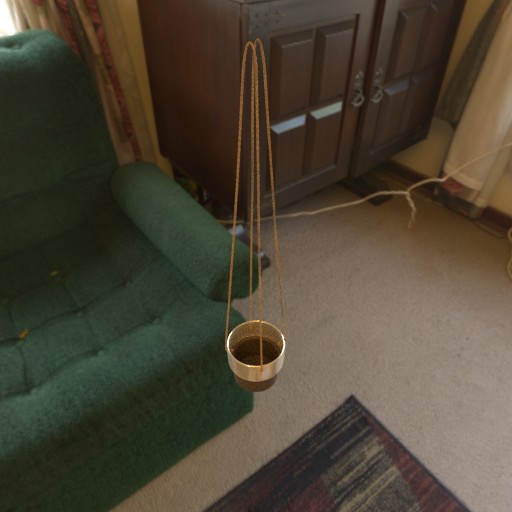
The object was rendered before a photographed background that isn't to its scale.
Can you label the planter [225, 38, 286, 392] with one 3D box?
[{"bbox_3d":[0.000,0.000,1.180,0.187,1.073,0.187,25,47,26],"label":"planter"}]
